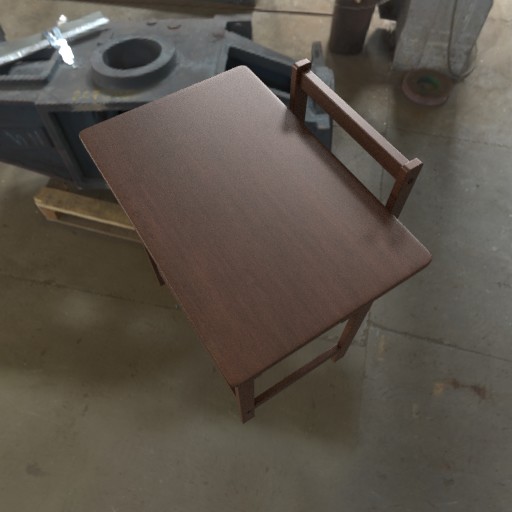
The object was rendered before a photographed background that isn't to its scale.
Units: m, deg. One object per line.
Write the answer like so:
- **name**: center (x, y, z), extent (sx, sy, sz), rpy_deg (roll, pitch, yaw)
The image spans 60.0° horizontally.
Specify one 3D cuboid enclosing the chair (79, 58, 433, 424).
- **chair**: center (0.000, 0.000, 1.047), extent (0.463, 0.673, 0.599), rpy_deg (-29, 64, -16)
